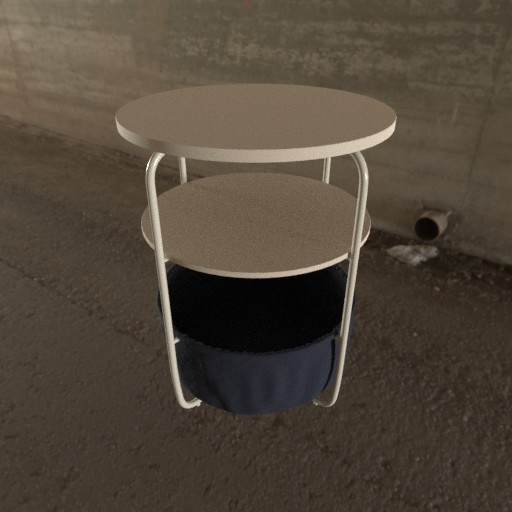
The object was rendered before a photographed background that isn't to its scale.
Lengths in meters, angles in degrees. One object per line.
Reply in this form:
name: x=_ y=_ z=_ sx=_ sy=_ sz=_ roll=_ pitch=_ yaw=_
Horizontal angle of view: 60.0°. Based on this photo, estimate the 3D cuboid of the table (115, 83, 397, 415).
table: x=0.000 y=0.000 z=0.820 sx=0.418 sy=0.532 sz=0.418 roll=0 pitch=31 yaw=-1
